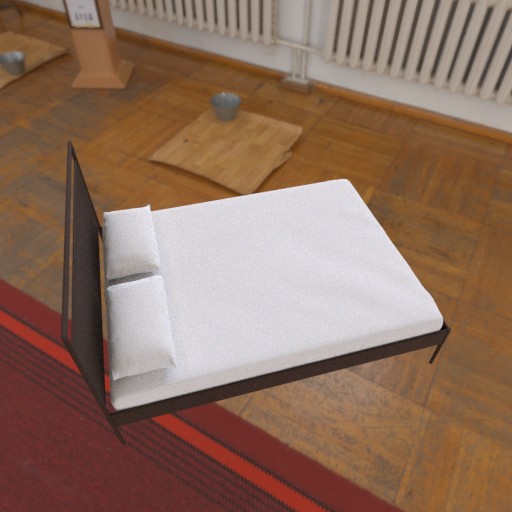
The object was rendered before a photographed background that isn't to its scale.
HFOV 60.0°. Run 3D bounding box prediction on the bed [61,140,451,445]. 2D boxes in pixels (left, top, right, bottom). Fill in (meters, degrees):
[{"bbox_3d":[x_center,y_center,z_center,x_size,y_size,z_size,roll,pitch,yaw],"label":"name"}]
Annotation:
[{"bbox_3d":[0.000,0.000,2.985,2.122,1.173,1.572,-11,47,-11],"label":"bed"}]
